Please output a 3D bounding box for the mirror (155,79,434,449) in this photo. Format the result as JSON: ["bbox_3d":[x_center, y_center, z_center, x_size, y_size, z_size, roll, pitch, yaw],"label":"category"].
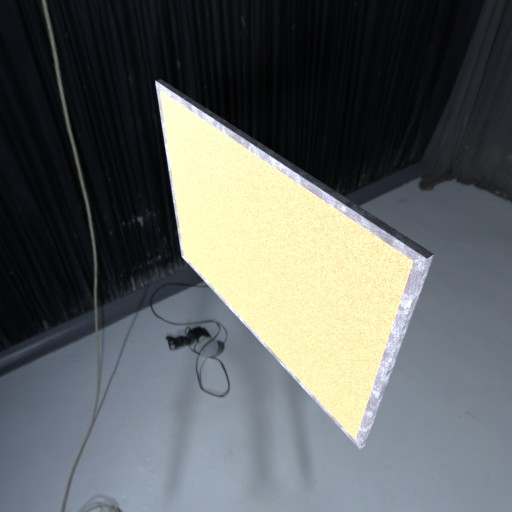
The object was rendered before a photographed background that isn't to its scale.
[{"bbox_3d":[0.000,0.000,1.428,0.022,0.795,1.101,-26,48,-26],"label":"mirror"}]
